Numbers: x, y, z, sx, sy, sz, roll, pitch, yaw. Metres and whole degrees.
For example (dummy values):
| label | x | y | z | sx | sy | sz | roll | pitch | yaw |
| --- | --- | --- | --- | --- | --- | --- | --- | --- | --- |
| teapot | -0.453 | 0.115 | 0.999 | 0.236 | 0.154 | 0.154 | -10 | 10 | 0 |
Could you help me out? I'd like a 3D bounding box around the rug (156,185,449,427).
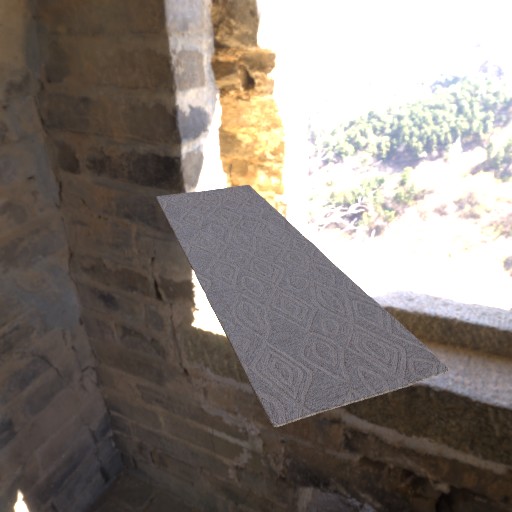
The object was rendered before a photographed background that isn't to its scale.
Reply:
| label | x | y | z | sx | sy | sz | roll | pitch | yaw |
| --- | --- | --- | --- | --- | --- | --- | --- | --- | --- |
| rug | 0.000 | 0.000 | 2.697 | 0.807 | 0.013 | 2.436 | -10 | 30 | -18 |
